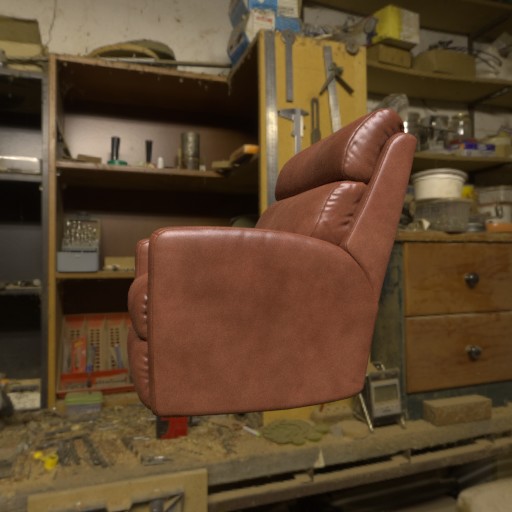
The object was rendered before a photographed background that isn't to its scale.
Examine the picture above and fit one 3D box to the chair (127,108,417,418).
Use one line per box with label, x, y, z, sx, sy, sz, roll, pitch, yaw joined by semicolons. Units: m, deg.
chair;0.000;0.000;1.697;0.939;1.016;0.787;0;-1;-18
